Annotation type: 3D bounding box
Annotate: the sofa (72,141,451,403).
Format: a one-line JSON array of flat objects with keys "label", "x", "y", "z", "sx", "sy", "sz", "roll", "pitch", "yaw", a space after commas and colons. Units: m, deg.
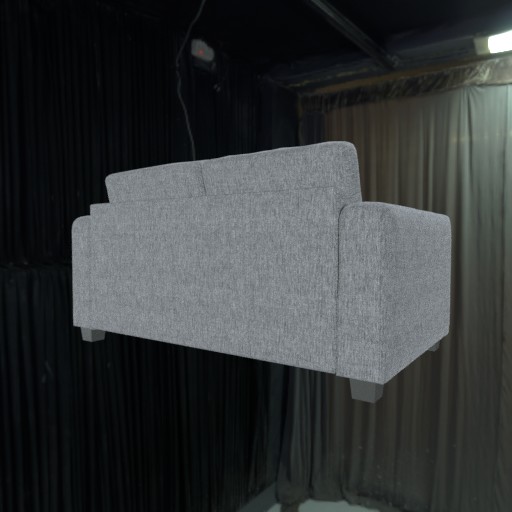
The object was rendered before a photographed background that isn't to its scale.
[{"label": "sofa", "x": 0.000, "y": 0.000, "z": 2.017, "sx": 1.520, "sy": 0.800, "sz": 0.900, "roll": 1, "pitch": 3, "yaw": 35}]
